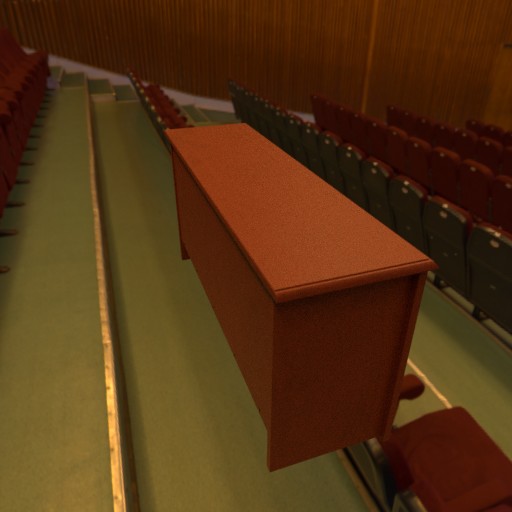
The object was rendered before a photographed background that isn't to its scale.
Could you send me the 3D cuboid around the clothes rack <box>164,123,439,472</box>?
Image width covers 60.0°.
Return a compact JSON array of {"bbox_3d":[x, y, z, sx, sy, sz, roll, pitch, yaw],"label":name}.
[{"bbox_3d":[0.000,0.000,1.517,0.362,0.594,1.251,-10,32,-17],"label":"clothes rack"}]
